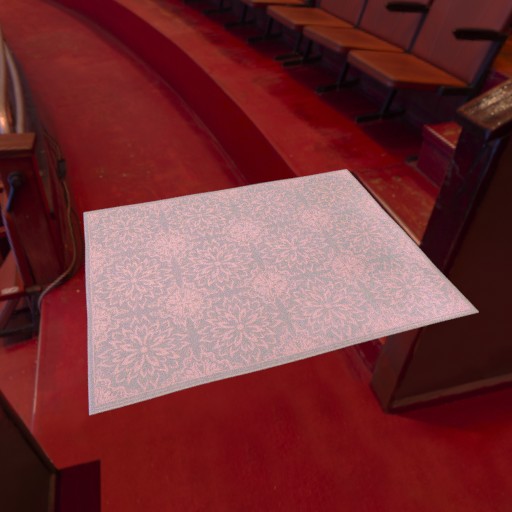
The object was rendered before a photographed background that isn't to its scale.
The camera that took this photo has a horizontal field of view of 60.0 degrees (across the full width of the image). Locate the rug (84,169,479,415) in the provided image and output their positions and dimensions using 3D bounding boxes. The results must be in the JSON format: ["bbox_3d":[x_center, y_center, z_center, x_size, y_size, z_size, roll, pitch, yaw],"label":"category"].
[{"bbox_3d":[0.000,0.000,4.040,2.980,0.012,2.363,-11,42,-13],"label":"rug"}]
